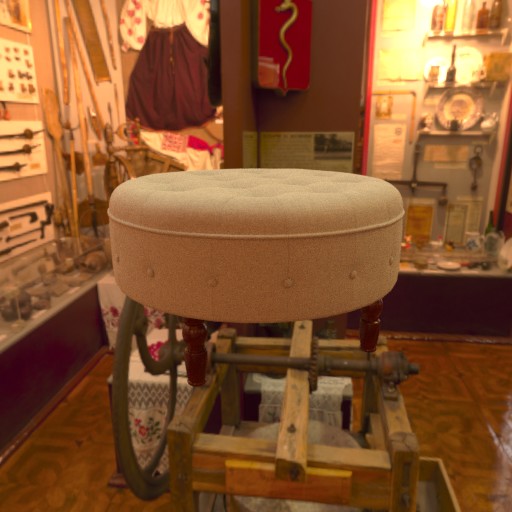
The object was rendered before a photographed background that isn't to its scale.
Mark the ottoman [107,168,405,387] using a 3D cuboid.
[{"bbox_3d":[0.000,0.000,1.375,0.849,0.478,0.849,0,16,0],"label":"ottoman"}]
